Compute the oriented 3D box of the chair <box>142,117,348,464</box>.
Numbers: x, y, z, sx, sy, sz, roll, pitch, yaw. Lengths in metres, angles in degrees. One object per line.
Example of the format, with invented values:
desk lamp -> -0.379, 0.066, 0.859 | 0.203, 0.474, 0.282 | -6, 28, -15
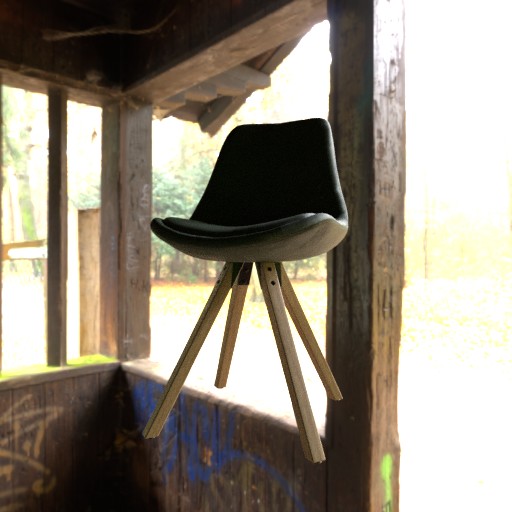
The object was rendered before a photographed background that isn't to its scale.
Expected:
chair -> 0.000, 0.000, 1.196 | 0.483, 0.865, 0.547 | 0, 1, 18
